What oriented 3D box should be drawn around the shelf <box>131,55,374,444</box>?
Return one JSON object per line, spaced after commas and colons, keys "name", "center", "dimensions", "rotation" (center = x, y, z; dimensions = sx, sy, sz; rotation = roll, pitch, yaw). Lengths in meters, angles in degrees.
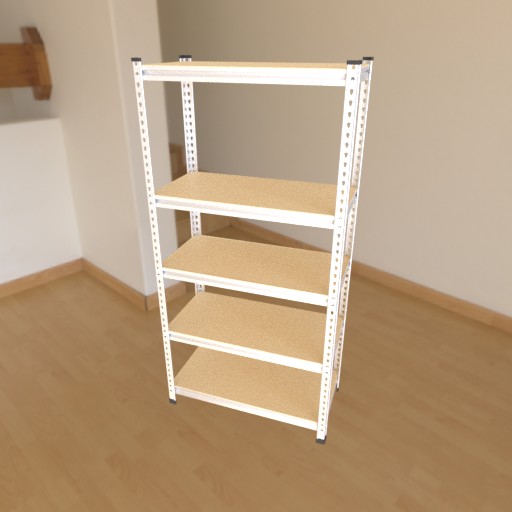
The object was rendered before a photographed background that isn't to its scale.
{"name": "shelf", "center": [0.000, 0.000, 2.235], "dimensions": [0.914, 1.829, 0.457], "rotation": [9, 27, 17]}
